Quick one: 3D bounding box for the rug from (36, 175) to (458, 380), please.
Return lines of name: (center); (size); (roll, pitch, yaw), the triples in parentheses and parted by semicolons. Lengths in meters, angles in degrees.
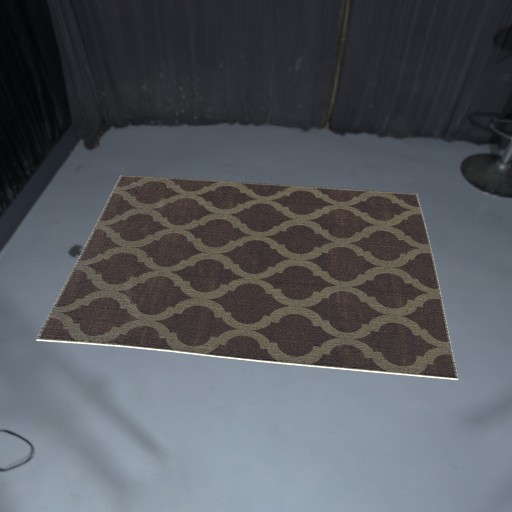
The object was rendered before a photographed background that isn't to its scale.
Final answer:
rug: (0.000, 0.000, 2.880); (2.284, 0.008, 1.522); (4, 47, 4)
